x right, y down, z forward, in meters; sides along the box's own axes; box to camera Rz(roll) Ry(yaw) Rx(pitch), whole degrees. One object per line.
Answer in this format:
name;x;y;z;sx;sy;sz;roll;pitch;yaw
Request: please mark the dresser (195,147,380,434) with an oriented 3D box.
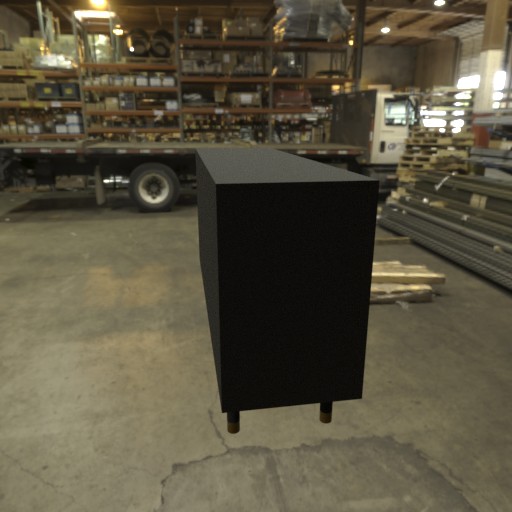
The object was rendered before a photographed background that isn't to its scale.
dresser;0.000;0.000;2.018;0.463;0.872;1.558;-3;17;-9
